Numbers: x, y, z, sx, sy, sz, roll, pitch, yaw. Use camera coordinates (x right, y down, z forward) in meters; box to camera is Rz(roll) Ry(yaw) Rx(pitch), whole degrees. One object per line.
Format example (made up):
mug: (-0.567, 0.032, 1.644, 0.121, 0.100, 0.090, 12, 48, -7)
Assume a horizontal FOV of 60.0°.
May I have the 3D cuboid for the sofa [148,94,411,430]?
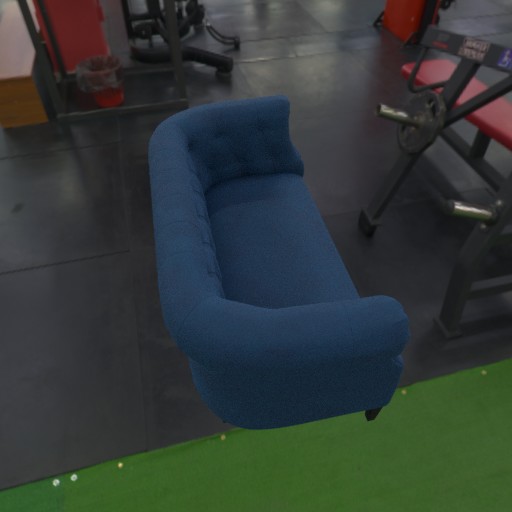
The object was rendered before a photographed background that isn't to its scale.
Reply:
sofa: (0.000, 0.000, 2.040, 0.835, 0.827, 1.558, -9, 47, -8)
